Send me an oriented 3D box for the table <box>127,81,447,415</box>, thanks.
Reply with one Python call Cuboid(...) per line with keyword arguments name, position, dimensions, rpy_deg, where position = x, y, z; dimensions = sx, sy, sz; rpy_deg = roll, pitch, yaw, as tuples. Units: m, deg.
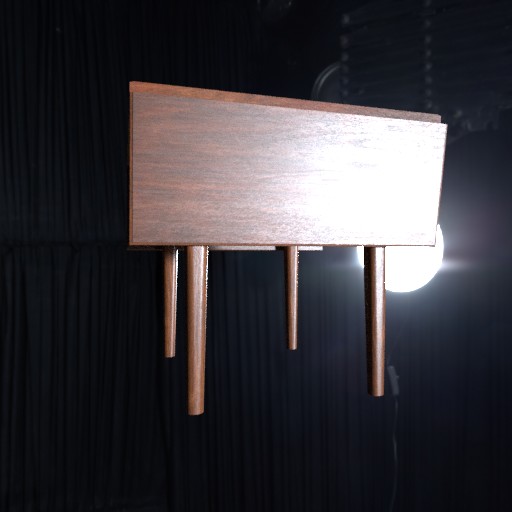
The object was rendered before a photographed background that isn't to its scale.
Cuboid(name="table", position=(0.000, 0.000, 1.460), dimensions=(0.812, 0.763, 0.843), rpy_deg=(0, 0, -17))
